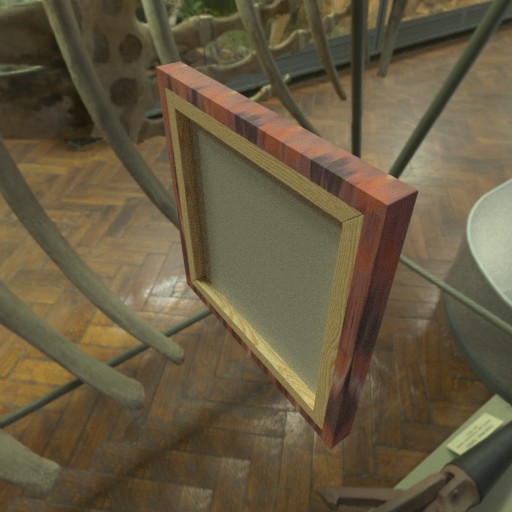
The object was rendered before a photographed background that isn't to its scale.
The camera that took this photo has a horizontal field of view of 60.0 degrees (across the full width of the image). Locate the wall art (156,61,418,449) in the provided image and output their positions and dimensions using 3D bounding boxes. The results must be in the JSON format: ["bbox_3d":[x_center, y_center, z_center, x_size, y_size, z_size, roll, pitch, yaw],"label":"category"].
[{"bbox_3d":[0.000,0.000,0.610,0.038,0.406,0.403,-26,47,-26],"label":"wall art"}]
